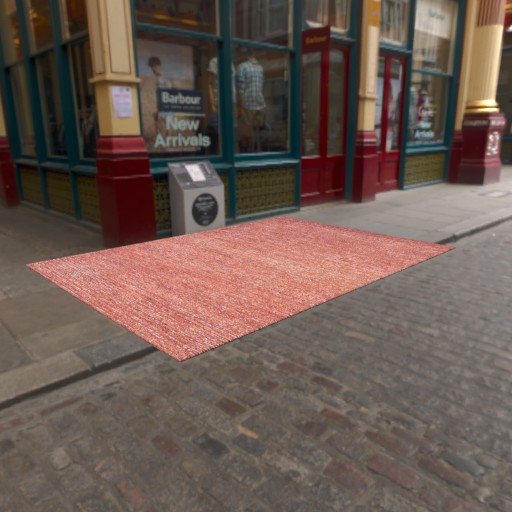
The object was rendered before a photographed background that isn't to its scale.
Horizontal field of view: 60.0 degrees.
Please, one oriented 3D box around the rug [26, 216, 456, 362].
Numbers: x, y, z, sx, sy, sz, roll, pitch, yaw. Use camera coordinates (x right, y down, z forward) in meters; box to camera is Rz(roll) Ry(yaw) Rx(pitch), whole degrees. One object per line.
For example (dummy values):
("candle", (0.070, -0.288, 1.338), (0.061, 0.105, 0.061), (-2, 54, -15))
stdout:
("rug", (0.000, 0.000, 4.961), (3.965, 0.025, 2.803), (-14, 21, -42))
